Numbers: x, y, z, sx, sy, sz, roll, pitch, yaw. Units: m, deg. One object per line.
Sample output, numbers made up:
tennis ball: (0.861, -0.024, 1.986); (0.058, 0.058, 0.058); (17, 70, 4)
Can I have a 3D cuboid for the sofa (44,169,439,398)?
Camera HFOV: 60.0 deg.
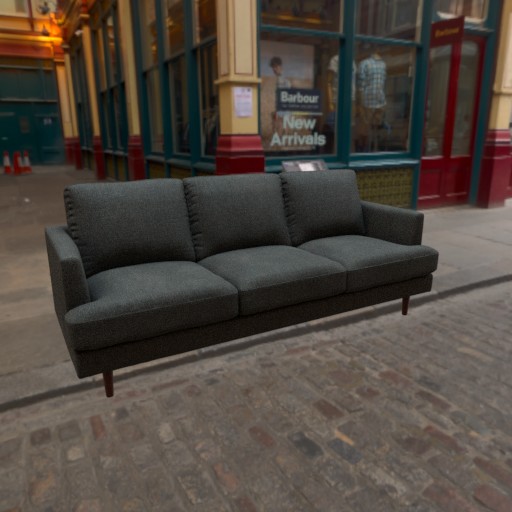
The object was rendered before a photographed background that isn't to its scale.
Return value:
sofa: (0.000, 0.000, 2.682); (2.246, 0.930, 0.903); (-9, 18, -28)
